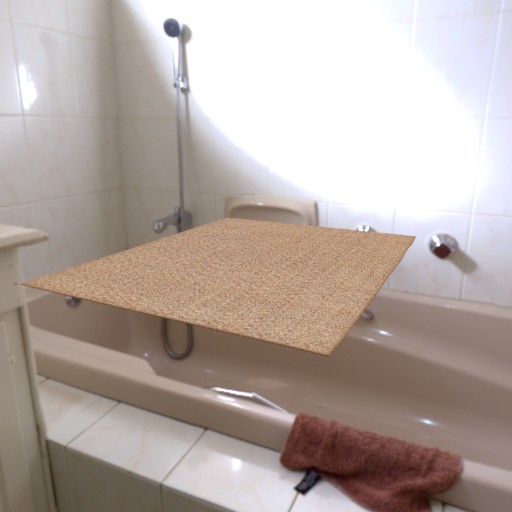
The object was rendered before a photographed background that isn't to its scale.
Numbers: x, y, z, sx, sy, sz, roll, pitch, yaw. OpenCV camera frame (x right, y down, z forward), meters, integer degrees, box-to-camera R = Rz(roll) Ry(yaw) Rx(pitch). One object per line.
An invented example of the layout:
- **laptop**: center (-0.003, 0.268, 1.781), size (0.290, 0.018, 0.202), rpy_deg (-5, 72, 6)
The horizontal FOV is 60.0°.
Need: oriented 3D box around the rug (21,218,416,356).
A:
- **rug**: center (0.000, 0.000, 4.096), size (2.439, 0.013, 3.048), rpy_deg (8, 17, 26)
